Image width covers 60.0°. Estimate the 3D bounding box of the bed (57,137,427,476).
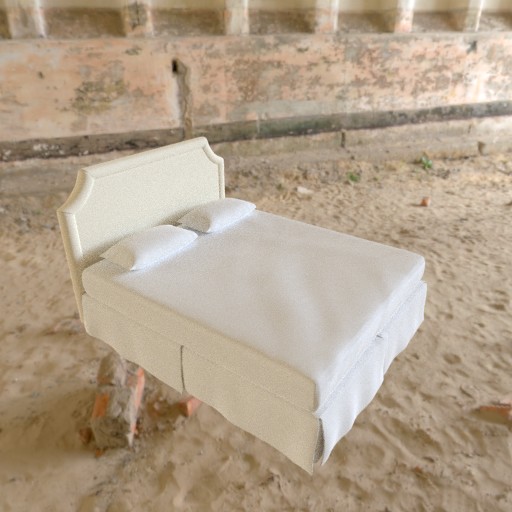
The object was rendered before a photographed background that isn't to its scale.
[{"bbox_3d":[0.000,0.000,4.184,2.773,1.590,2.350,19,33,32],"label":"bed"}]
